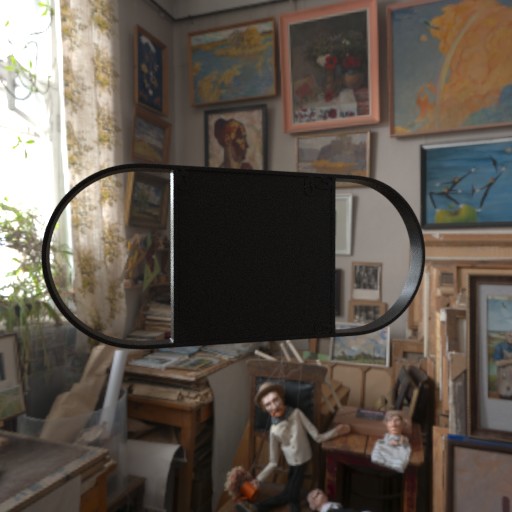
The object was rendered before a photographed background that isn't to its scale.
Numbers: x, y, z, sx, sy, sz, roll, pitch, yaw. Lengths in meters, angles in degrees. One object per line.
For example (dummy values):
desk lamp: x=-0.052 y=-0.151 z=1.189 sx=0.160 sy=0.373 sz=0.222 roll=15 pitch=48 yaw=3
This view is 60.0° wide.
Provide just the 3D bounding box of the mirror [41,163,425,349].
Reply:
mirror: x=0.000 y=0.000 z=0.667 sx=0.584 sy=0.254 sz=0.032 roll=0 pitch=1 yaw=-17
